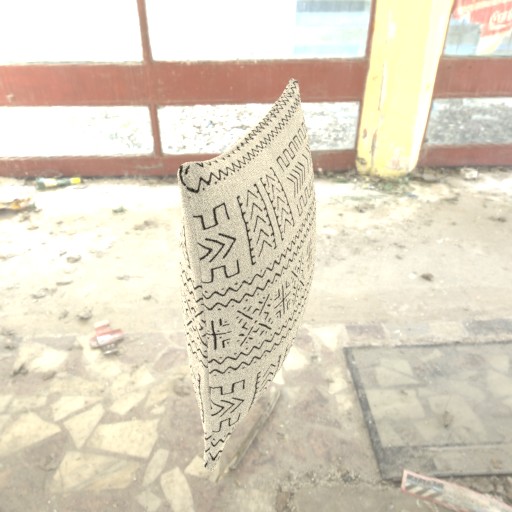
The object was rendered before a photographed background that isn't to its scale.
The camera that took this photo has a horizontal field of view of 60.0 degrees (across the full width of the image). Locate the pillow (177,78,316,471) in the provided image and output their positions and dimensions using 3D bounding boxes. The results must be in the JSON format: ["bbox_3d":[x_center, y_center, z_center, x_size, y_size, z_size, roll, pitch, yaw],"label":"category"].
[{"bbox_3d":[0.000,0.000,0.658,0.164,0.430,0.438,9,32,15],"label":"pillow"}]
